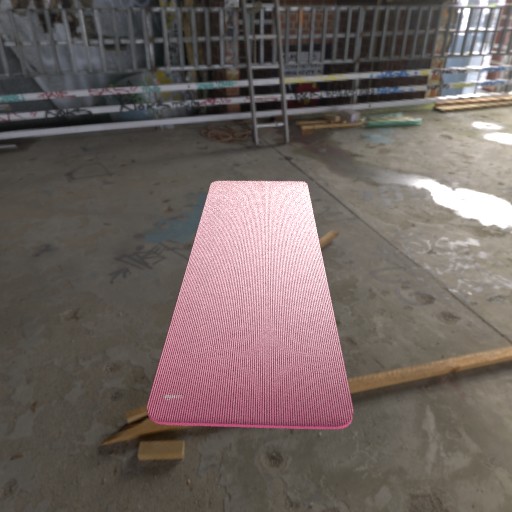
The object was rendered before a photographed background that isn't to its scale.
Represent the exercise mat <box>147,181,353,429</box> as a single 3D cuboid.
[{"bbox_3d":[0.000,0.000,2.076,0.616,0.021,1.884,1,31,1],"label":"exercise mat"}]
